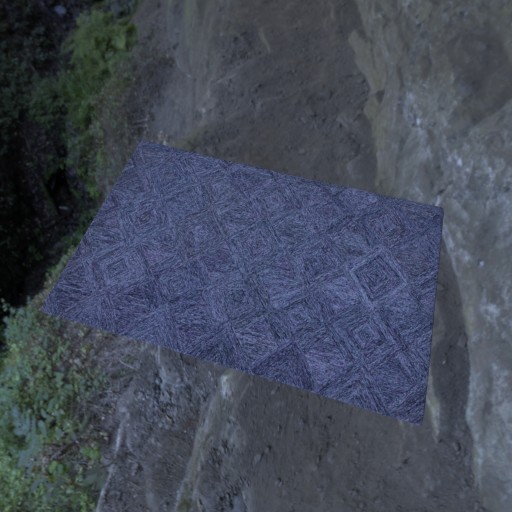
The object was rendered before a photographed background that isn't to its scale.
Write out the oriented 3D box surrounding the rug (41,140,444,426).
[{"bbox_3d":[0.000,0.000,2.204,1.752,0.013,1.158,14,60,9],"label":"rug"}]
